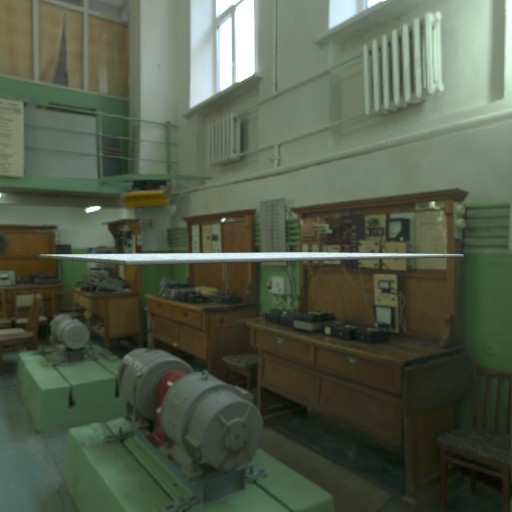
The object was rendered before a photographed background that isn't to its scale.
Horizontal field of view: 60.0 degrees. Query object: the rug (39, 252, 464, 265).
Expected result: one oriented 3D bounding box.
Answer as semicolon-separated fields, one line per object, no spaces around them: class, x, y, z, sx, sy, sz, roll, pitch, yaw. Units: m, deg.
rug;0.000;0.000;2.291;1.828;0.015;1.222;-1;1;-36
